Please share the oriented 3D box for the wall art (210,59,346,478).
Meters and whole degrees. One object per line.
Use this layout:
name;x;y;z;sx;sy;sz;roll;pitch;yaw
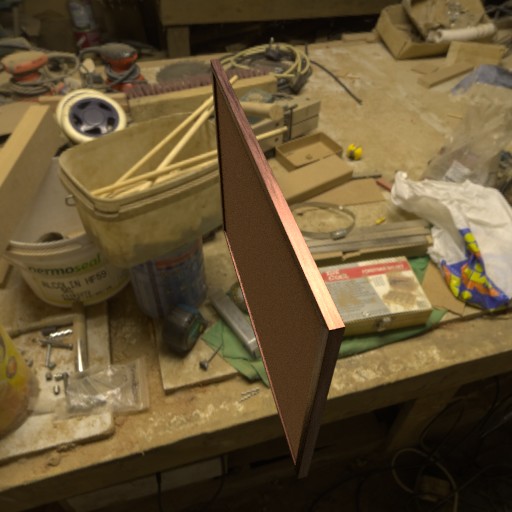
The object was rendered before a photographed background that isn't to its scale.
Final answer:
wall art;0.000;0.000;0.545;0.012;0.304;0.431;-11;48;-10
